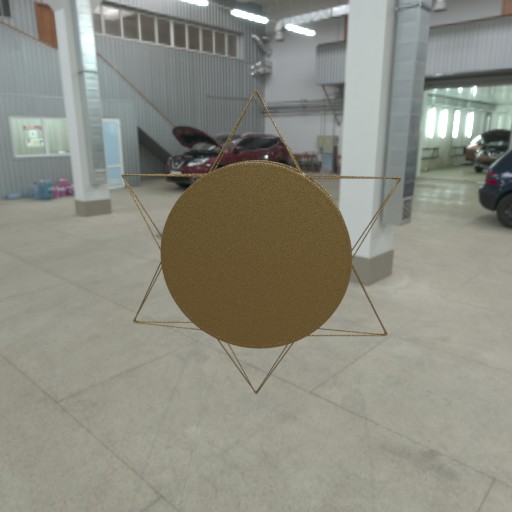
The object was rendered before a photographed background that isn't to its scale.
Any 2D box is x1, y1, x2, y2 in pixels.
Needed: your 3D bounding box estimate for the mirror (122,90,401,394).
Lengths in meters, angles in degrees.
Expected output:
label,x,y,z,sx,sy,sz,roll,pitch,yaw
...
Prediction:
label,x,y,z,sx,sy,sz,roll,pitch,yaw
mirror,0.000,0.000,0.824,0.498,0.581,0.062,2,16,7
